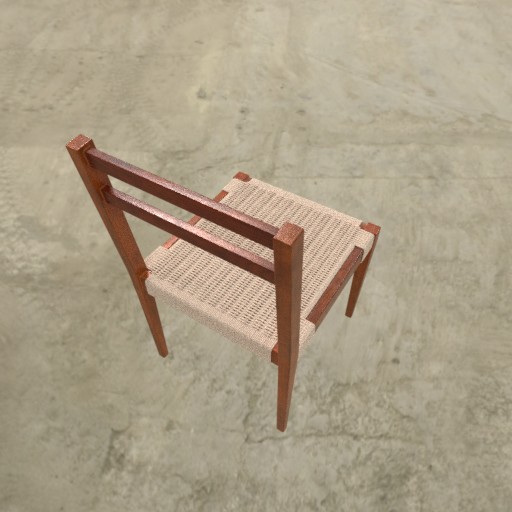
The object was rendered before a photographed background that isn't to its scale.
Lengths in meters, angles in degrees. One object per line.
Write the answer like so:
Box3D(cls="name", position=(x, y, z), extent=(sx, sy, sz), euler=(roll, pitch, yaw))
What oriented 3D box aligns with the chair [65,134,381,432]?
Box3D(cls="chair", position=(0.000, 0.000, 1.214), extent=(0.495, 0.851, 0.569), euler=(25, 52, 22))
